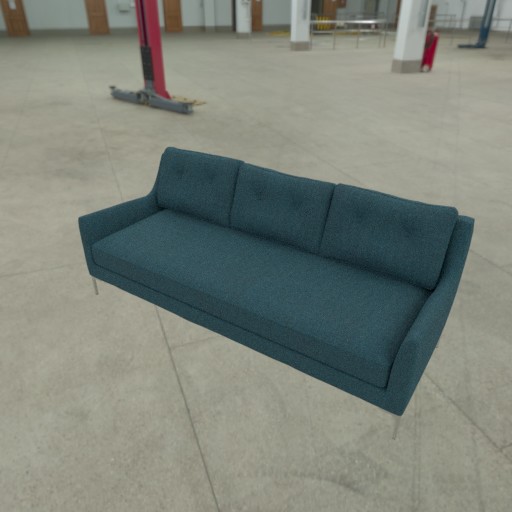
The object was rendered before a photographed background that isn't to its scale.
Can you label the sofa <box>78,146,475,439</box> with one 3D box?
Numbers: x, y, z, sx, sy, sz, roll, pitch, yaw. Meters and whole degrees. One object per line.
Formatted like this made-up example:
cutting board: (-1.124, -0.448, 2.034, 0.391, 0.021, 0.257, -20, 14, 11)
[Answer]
sofa: (0.000, 0.000, 2.522, 2.060, 0.837, 0.849, 18, 35, 29)
